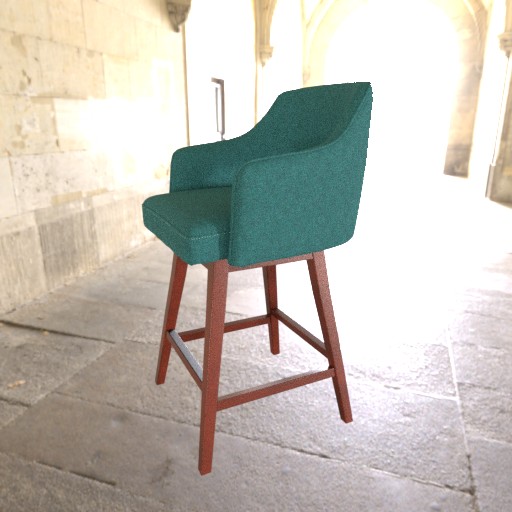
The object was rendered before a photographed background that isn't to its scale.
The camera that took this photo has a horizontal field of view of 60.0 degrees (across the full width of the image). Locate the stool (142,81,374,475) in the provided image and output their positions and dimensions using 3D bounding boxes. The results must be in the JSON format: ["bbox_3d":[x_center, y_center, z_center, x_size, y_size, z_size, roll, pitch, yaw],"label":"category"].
[{"bbox_3d":[0.000,0.000,1.296,0.556,0.961,0.548,-8,19,-25],"label":"stool"}]
